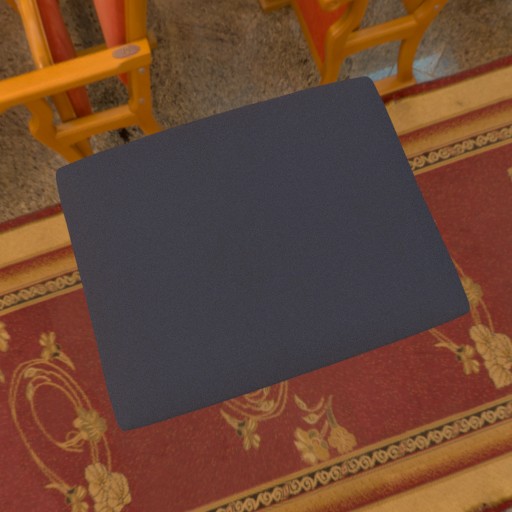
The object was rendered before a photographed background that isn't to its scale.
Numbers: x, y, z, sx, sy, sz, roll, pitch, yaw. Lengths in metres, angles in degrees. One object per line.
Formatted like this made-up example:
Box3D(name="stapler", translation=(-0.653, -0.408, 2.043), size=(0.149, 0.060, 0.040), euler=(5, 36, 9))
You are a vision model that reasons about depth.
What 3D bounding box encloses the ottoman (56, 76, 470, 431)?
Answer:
Box3D(name="ottoman", translation=(0.000, 0.000, 1.092), size=(0.741, 0.513, 0.584), euler=(-18, 78, -4))
